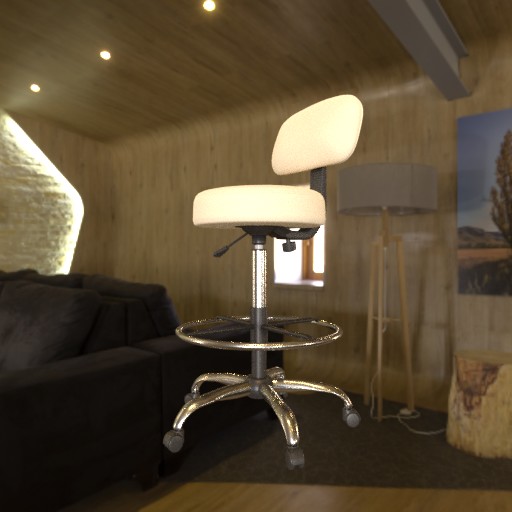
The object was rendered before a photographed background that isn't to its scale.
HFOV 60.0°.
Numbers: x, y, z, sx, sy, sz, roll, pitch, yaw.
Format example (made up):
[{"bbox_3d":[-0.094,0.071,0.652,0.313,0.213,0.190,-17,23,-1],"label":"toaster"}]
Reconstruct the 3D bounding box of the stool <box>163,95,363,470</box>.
[{"bbox_3d":[0.000,0.000,1.397,0.616,1.080,0.609,0,1,-36],"label":"stool"}]
